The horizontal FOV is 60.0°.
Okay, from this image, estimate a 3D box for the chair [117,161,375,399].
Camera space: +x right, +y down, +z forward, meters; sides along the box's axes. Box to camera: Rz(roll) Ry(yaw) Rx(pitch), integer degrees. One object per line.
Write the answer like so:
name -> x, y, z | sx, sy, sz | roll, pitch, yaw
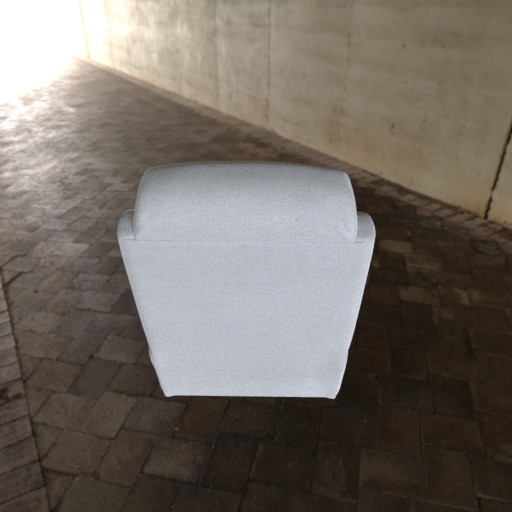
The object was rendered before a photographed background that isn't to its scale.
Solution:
chair -> 0.000, 0.000, 1.747 | 0.798, 1.013, 1.043 | 0, 30, 1
